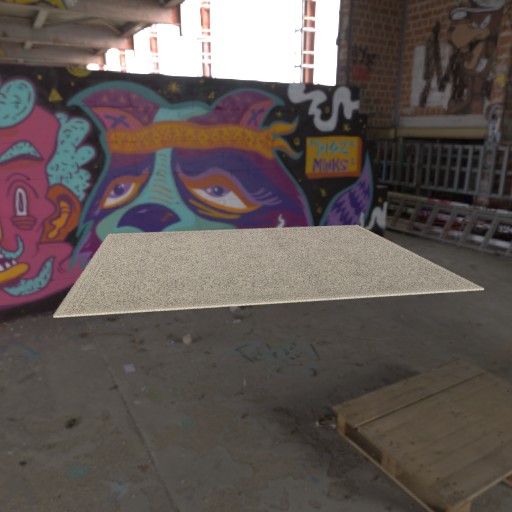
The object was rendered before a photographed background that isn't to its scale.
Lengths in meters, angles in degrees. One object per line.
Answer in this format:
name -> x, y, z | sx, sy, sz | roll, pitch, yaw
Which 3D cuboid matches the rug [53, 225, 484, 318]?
rug -> 0.000, 0.000, 4.223 | 3.050, 0.015, 2.441 | -3, 16, -10
